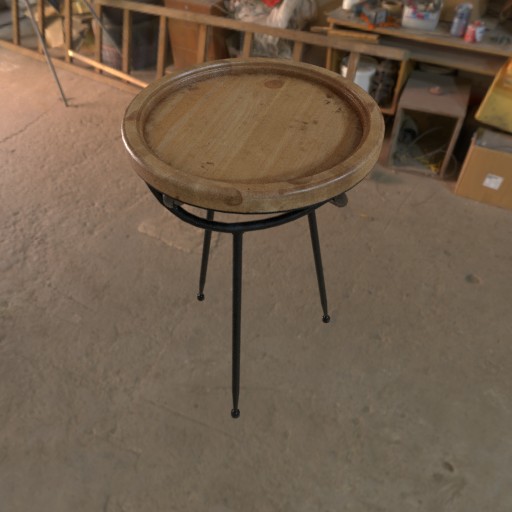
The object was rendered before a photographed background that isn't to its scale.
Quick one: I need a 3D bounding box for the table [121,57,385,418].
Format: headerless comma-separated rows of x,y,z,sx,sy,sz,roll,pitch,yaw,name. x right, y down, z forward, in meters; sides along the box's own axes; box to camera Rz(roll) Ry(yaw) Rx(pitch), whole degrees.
0.000,0.000,0.940,0.418,0.664,0.414,-4,47,-3,table
